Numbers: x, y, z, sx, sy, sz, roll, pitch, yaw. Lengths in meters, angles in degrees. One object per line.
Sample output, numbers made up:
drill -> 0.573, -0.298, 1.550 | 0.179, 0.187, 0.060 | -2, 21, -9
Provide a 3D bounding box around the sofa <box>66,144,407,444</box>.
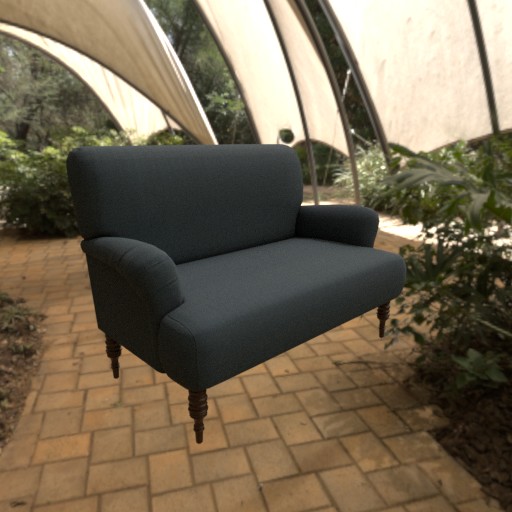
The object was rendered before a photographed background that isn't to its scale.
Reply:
sofa -> 0.000, 0.000, 1.840 | 1.297, 0.889, 0.779 | -14, 20, -42
